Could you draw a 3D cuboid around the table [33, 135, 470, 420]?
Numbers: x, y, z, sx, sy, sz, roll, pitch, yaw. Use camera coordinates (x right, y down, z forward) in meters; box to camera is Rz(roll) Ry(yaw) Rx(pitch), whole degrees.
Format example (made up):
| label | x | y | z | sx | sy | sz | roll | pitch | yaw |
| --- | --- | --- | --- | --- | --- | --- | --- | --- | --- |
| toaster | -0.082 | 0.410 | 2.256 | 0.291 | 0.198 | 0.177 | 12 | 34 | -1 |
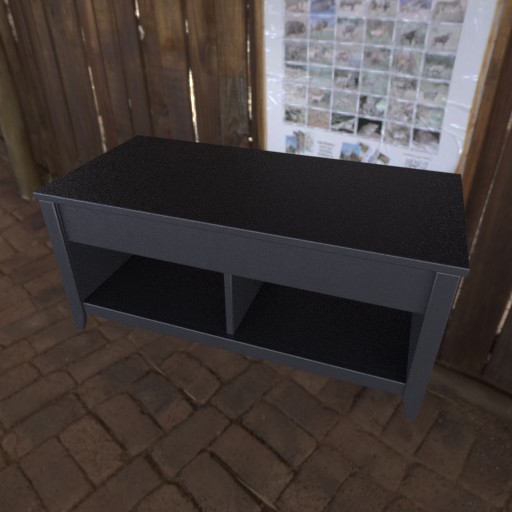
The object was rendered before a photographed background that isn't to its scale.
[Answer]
| label | x | y | z | sx | sy | sz | roll | pitch | yaw |
| --- | --- | --- | --- | --- | --- | --- | --- | --- | --- |
| table | 0.000 | 0.000 | 1.282 | 1.016 | 0.457 | 0.483 | 11 | 35 | 16 |
